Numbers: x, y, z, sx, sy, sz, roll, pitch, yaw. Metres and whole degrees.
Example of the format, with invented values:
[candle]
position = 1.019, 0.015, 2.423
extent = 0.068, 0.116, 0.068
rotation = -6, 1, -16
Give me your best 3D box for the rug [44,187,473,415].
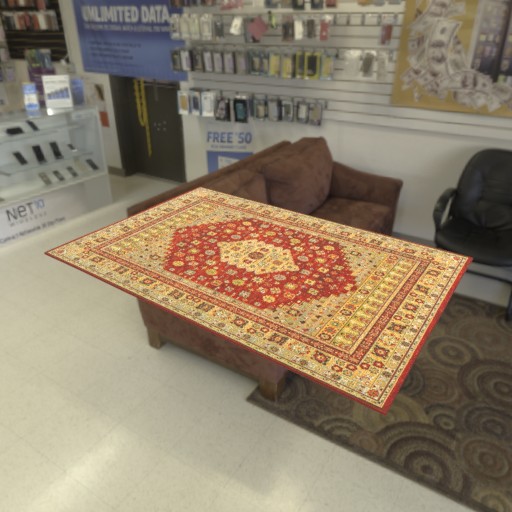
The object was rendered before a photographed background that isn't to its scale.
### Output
[rug]
position = 0.000, 0.000, 2.227
extent = 1.802, 0.013, 1.194
rotation = 19, 34, 30
